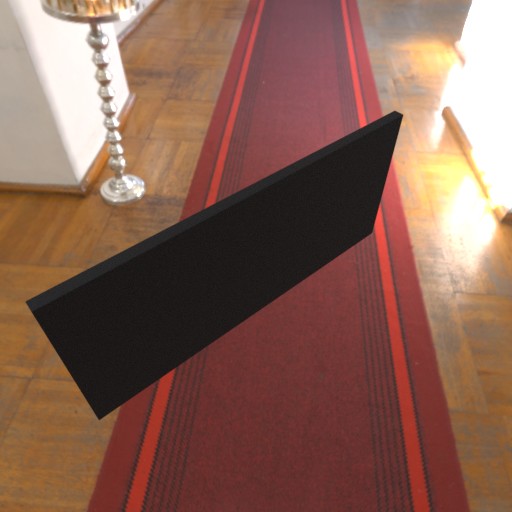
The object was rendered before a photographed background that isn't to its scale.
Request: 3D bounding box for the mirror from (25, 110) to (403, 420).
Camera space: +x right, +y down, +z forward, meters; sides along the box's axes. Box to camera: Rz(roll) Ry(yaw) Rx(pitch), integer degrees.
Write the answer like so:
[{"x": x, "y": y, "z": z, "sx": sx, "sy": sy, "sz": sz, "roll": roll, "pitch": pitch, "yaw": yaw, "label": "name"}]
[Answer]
[{"x": 0.000, "y": 0.000, "z": 1.780, "sx": 1.584, "sy": 0.692, "sz": 0.047, "roll": -31, "pitch": 54, "yaw": -26, "label": "mirror"}]
